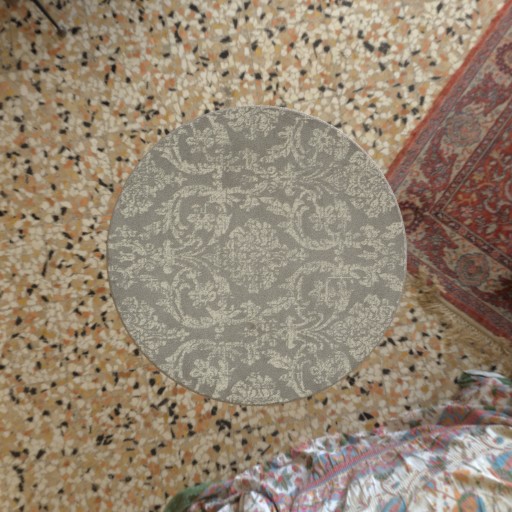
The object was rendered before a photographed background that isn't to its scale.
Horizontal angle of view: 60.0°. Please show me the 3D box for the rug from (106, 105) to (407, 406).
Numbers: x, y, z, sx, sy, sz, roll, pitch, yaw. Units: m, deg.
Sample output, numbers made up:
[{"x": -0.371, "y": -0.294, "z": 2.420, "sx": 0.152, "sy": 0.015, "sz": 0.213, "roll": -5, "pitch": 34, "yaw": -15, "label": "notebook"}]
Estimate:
[{"x": 0.000, "y": 0.000, "z": 2.345, "sx": 1.593, "sy": 0.012, "sz": 1.593, "roll": 0, "pitch": 90, "yaw": 1, "label": "rug"}]
